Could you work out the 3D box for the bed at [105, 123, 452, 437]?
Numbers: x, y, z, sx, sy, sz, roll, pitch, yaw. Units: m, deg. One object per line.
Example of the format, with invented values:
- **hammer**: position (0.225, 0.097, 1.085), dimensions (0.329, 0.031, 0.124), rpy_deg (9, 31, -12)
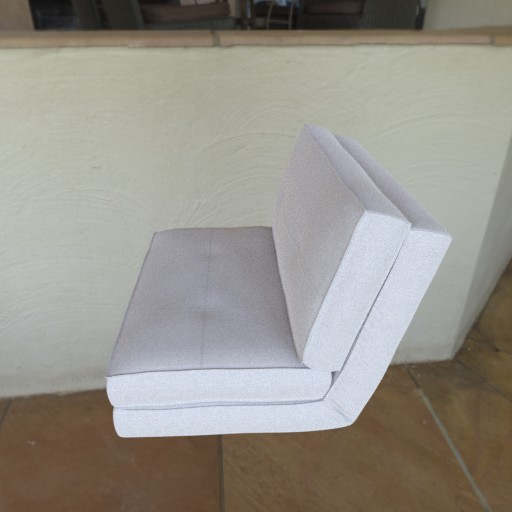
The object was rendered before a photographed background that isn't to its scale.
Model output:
- **bed**: position (0.000, 0.000, 1.300), dimensions (0.749, 0.614, 0.799), rpy_deg (-1, 29, -3)
